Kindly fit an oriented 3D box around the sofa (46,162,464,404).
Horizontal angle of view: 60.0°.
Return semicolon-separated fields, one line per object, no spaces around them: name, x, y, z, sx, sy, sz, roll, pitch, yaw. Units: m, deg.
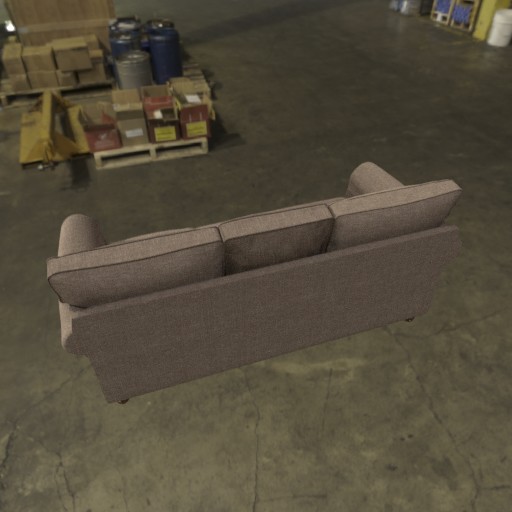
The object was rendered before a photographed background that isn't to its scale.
sofa;0.000;0.000;2.561;2.084;0.961;0.916;-13;42;-14
